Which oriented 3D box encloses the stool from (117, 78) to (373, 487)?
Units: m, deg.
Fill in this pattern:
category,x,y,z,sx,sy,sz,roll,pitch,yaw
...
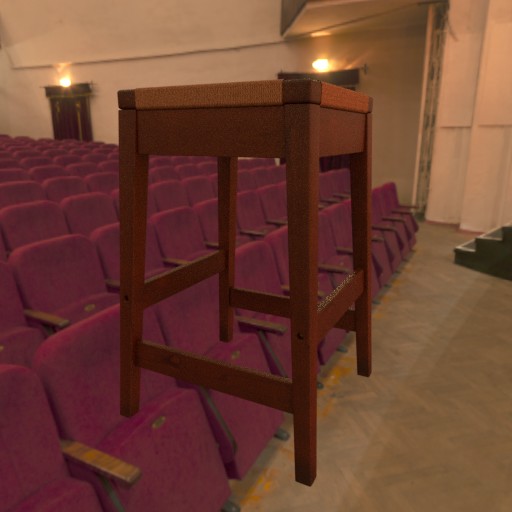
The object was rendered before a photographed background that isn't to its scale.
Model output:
category,x,y,z,sx,sy,sz,roll,pitch,yaw
stool,0.000,0.000,1.100,0.507,0.762,0.497,8,17,27
